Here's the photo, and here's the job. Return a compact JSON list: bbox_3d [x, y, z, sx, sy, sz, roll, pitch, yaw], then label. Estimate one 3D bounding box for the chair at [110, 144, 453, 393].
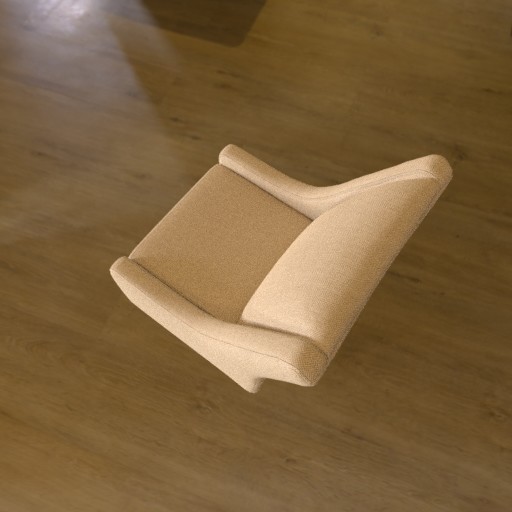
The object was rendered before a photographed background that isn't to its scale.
[{"bbox_3d":[0.000,0.000,1.669,0.870,1.014,0.774,34,69,15],"label":"chair"}]
